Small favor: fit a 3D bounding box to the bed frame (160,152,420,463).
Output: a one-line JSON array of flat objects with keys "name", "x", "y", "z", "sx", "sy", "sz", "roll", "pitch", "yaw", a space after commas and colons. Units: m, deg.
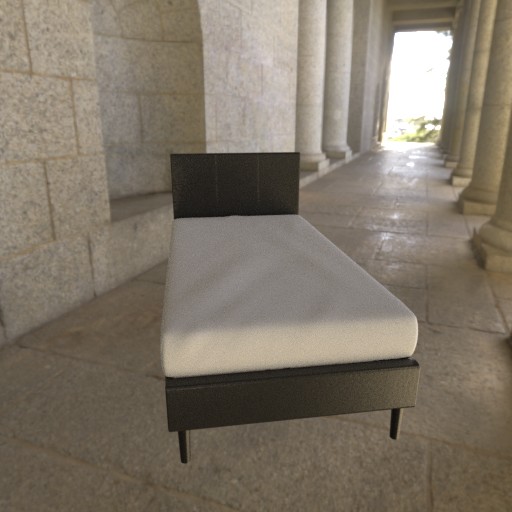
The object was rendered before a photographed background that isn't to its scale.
[{"name": "bed frame", "x": 0.000, "y": 0.000, "z": 2.505, "sx": 1.038, "sy": 1.046, "sz": 2.152, "roll": -3, "pitch": 18, "yaw": -8}]
